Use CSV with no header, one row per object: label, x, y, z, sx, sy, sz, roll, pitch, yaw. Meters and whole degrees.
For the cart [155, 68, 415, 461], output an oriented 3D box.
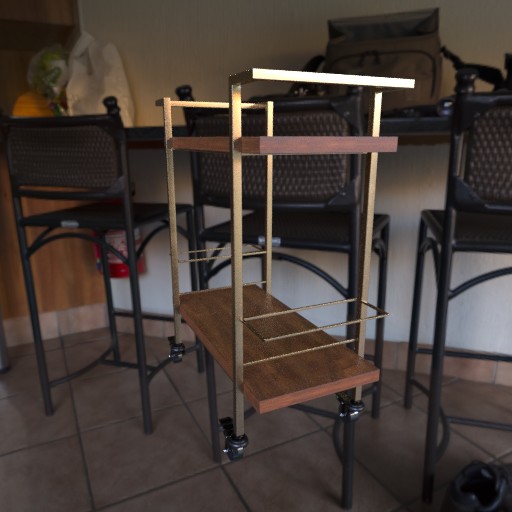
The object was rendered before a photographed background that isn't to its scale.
cart,0.000,0.000,1.158,0.364,0.807,0.695,-7,16,-24
